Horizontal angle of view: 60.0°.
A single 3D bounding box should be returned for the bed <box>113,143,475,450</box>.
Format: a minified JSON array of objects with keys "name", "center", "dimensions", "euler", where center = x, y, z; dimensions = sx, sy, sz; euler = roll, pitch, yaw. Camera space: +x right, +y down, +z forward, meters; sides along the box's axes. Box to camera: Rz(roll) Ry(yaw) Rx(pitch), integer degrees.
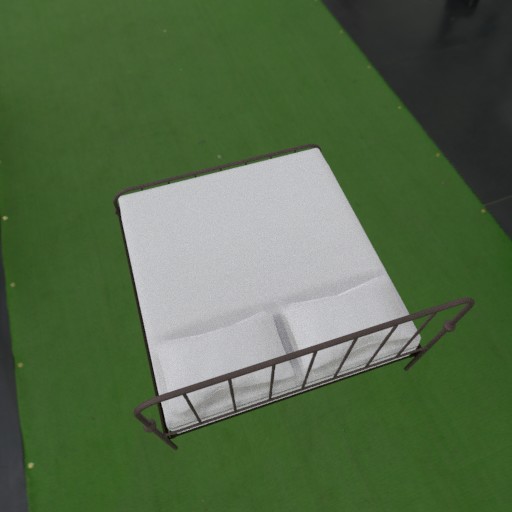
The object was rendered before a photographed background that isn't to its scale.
[{"name":"bed","center":[0.000,0.000,3.429],"dimensions":[2.044,1.446,2.134],"euler":[-16,61,-9]}]
